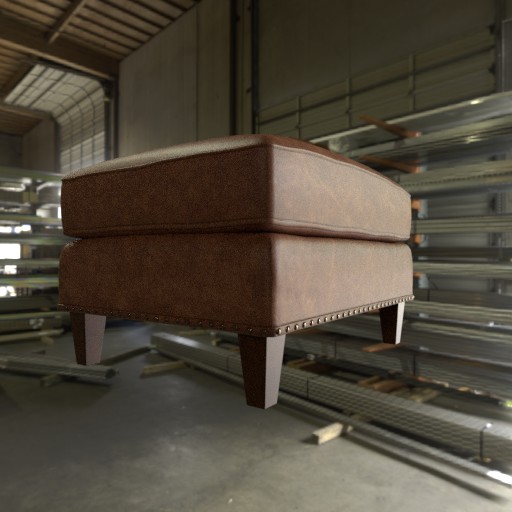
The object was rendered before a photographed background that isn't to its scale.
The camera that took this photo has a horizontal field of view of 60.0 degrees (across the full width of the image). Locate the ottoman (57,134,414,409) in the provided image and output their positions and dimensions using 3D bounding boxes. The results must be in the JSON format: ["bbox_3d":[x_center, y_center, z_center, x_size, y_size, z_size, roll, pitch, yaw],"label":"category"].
[{"bbox_3d":[0.000,0.000,1.120,0.586,0.486,0.742,0,0,36],"label":"ottoman"}]
